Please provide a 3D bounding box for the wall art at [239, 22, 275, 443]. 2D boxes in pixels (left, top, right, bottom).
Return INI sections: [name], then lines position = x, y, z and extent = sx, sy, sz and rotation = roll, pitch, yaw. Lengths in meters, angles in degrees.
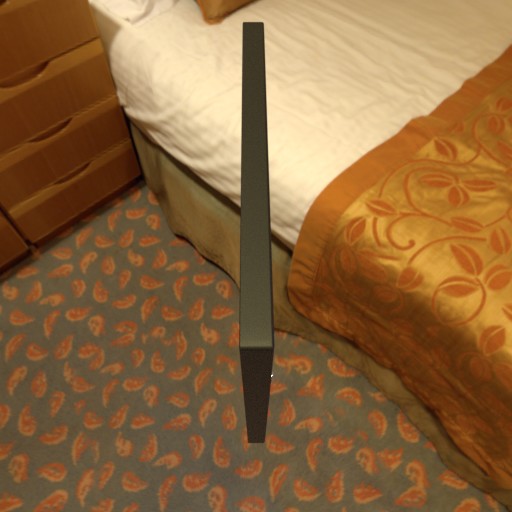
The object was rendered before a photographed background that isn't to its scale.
[wall art]
position = 0.000, 0.000, 0.891
extent = 0.043, 0.611, 0.610
rotation = 0, 58, 0
